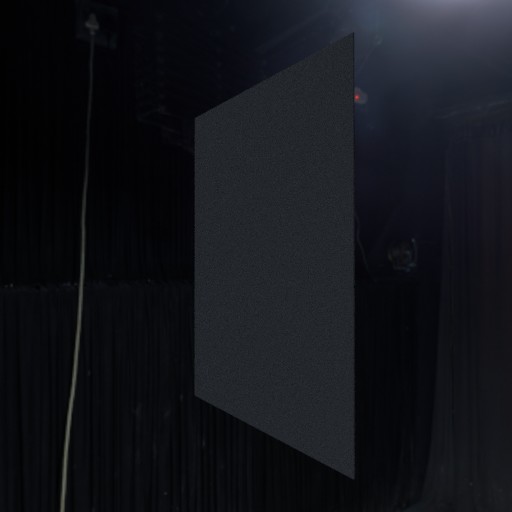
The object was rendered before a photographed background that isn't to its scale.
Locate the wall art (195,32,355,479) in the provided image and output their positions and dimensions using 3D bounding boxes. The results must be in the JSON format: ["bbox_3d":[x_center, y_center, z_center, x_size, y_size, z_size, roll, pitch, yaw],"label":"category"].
[{"bbox_3d":[0.000,0.000,0.790,0.003,0.609,0.457,0,0,-36],"label":"wall art"}]
